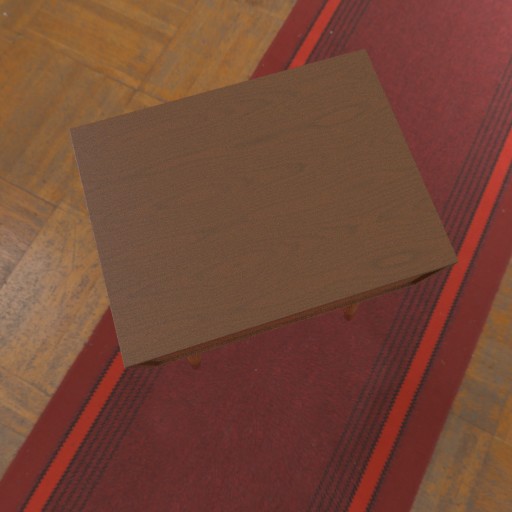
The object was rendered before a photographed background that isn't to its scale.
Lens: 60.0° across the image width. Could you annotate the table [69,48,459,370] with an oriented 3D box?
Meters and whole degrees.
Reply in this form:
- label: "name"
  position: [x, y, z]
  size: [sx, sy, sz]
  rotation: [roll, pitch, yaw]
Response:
- label: "table"
  position: [0.000, 0.000, 0.806]
  size: [0.406, 0.599, 0.300]
  rotation: [-17, 76, -4]
